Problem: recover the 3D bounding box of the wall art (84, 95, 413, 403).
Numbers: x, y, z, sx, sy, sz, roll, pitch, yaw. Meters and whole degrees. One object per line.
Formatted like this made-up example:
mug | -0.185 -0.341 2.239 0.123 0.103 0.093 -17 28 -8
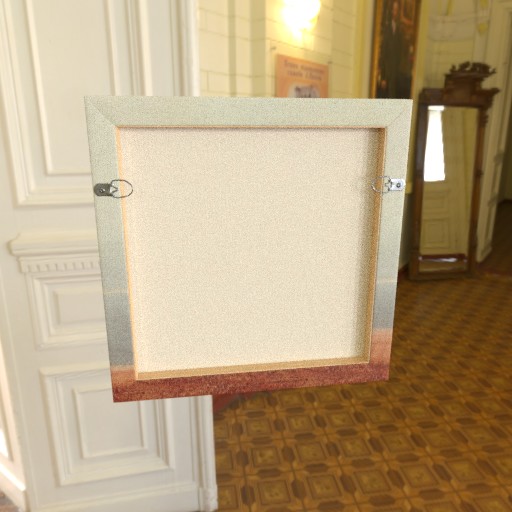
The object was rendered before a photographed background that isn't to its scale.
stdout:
wall art | 0.000 0.000 0.601 0.405 0.405 0.023 -2 15 -8
